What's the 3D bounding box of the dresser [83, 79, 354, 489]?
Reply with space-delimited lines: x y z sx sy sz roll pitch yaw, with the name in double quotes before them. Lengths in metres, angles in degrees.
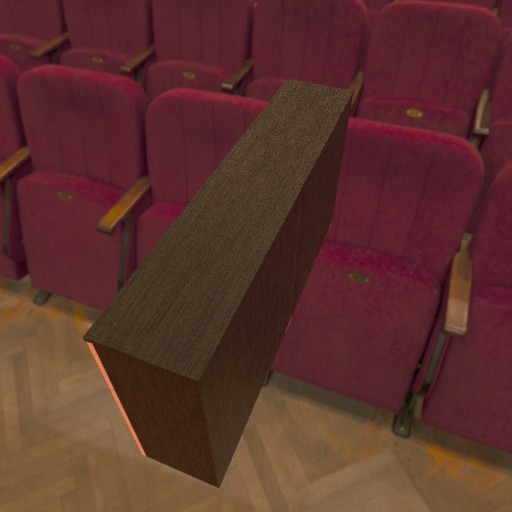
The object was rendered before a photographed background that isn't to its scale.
"dresser" 0.000 0.000 1.823 0.333 0.790 1.535 16 48 15
